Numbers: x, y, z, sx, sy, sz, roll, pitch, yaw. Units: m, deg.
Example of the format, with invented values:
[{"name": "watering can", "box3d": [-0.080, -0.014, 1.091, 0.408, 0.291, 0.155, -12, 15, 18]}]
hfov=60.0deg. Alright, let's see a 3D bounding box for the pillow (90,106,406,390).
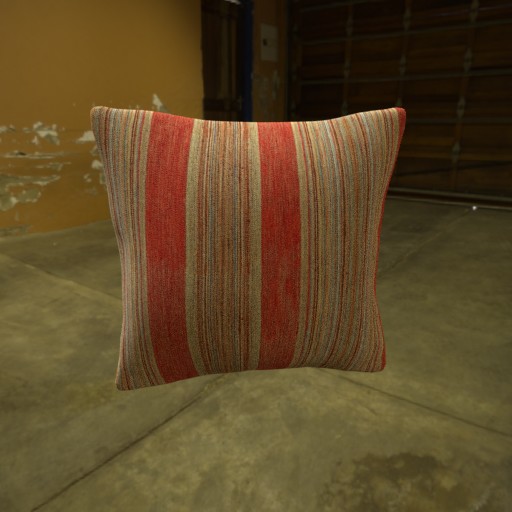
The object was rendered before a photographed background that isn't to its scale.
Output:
[{"name": "pillow", "box3d": [0.000, 0.000, 0.655, 0.437, 0.419, 0.136, -2, 16, -8]}]
